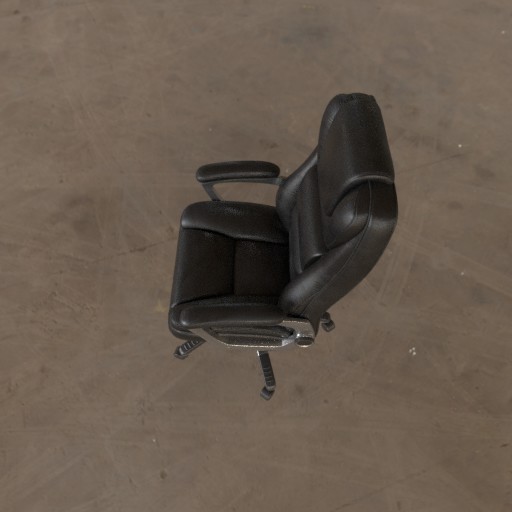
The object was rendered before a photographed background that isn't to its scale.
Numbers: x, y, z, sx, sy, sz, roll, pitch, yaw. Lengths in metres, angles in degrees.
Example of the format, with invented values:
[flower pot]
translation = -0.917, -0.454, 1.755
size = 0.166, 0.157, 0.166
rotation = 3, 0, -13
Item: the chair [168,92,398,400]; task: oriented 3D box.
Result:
[chair]
translation = 0.000, 0.000, 1.516
size = 0.689, 1.075, 0.697
rotation = 0, 57, 0
